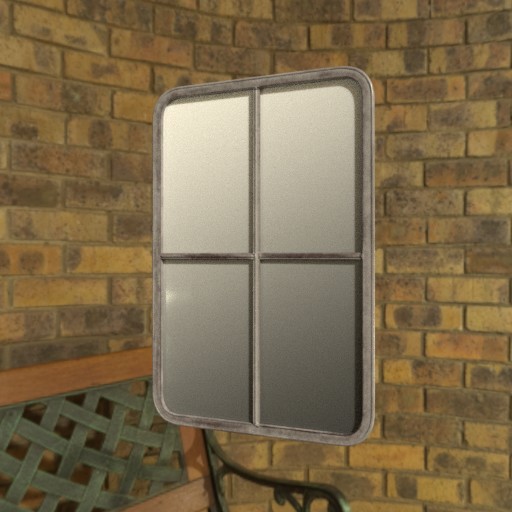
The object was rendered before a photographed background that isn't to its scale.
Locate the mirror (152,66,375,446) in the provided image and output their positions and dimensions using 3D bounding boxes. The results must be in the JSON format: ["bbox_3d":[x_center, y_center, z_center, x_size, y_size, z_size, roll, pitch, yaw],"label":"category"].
[{"bbox_3d":[0.000,0.000,0.889,0.461,0.713,0.024,0,0,18],"label":"mirror"}]
